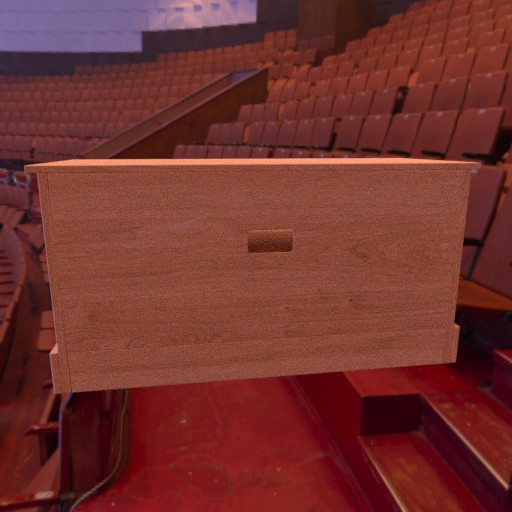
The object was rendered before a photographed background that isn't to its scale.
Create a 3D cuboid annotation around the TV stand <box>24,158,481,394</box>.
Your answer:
[{"bbox_3d":[0.000,0.000,1.311,1.080,0.550,0.440,-2,14,-9],"label":"TV stand"}]
